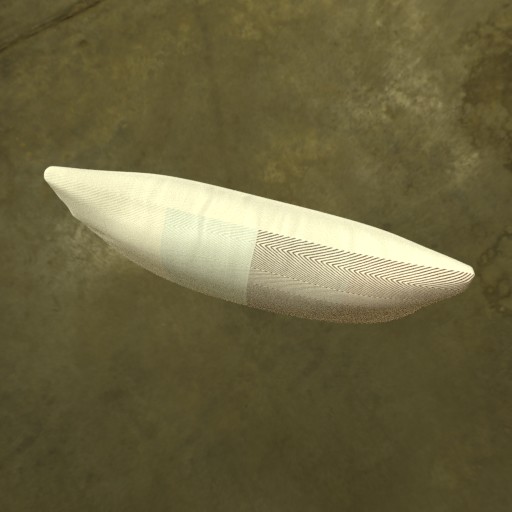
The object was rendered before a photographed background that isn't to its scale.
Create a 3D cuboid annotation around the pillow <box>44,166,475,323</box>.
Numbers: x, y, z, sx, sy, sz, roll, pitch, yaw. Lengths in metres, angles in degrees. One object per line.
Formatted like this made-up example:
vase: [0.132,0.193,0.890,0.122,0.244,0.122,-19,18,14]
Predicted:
pillow: [0.000,0.000,0.637,0.506,0.305,0.139,14,76,4]
